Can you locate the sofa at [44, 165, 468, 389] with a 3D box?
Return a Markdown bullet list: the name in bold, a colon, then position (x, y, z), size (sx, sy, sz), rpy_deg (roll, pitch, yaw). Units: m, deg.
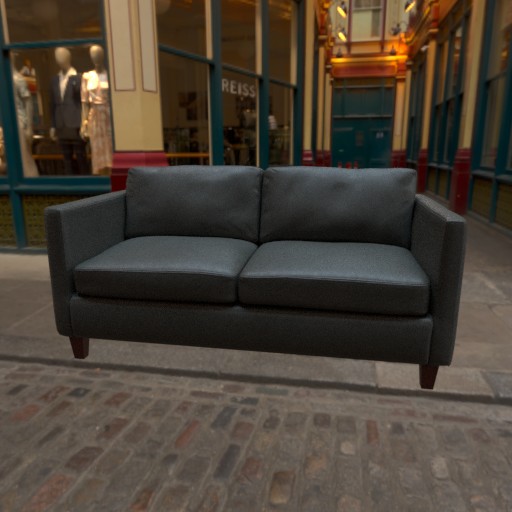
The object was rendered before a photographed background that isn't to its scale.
- **sofa**: position (0.000, 0.000, 2.392), size (1.883, 0.933, 0.951), rpy_deg (2, 14, 10)
